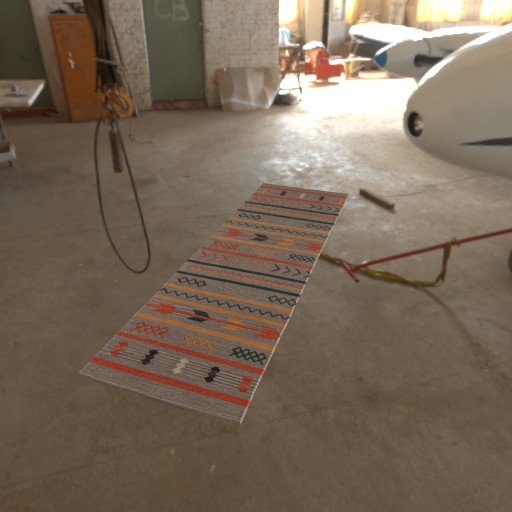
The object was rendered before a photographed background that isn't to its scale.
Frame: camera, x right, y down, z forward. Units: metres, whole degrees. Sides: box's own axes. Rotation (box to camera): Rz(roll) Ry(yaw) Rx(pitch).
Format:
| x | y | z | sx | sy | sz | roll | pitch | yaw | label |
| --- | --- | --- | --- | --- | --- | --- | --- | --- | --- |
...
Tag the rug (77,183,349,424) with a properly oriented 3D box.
| x | y | z | sx | sy | sz | roll | pitch | yaw | label |
| --- | --- | --- | --- | --- | --- | --- | --- | --- | --- |
| 0.000 | 0.000 | 2.735 | 0.744 | 0.022 | 2.419 | 10 | 31 | 17 | rug |
